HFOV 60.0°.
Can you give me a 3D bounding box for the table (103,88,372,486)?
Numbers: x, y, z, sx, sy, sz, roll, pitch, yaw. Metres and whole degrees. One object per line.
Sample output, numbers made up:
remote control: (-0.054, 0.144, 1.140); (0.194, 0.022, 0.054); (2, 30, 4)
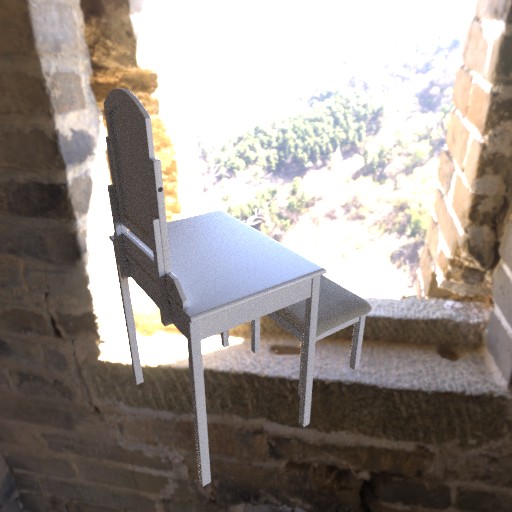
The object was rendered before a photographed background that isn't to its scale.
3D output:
table: (0.000, 0.000, 2.205); (1.211, 1.631, 0.876); (-17, 31, -31)
